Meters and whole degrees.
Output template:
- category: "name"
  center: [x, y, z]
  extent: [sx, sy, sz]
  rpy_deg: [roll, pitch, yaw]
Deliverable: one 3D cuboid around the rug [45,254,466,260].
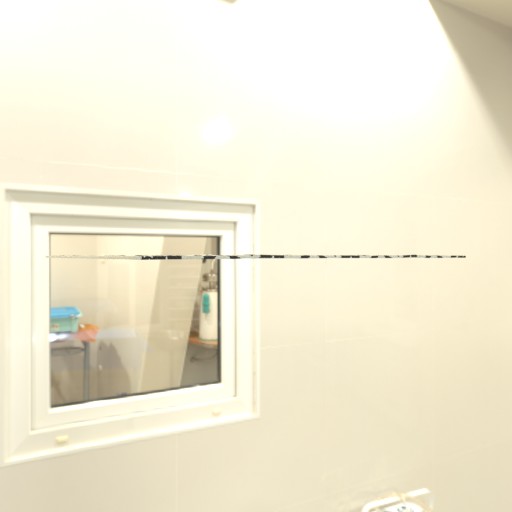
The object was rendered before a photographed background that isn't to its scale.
- category: "rug"
  center: [0.000, 0.000, 4.338]
  extent: [3.369, 0.036, 2.444]
  rpy_deg: [0, 0, -36]
